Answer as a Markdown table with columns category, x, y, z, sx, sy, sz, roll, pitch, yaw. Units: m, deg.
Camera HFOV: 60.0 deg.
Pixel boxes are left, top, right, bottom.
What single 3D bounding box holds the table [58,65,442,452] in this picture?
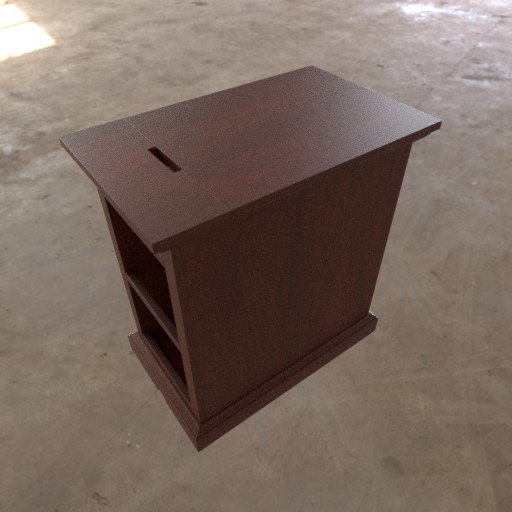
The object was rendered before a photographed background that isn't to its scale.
| category | x | y | z | sx | sy | sz | roll | pitch | yaw |
| --- | --- | --- | --- | --- | --- | --- | --- | --- | --- |
| table | 0.000 | 0.000 | 0.992 | 0.584 | 0.612 | 0.356 | -26 | 48 | -26 |
